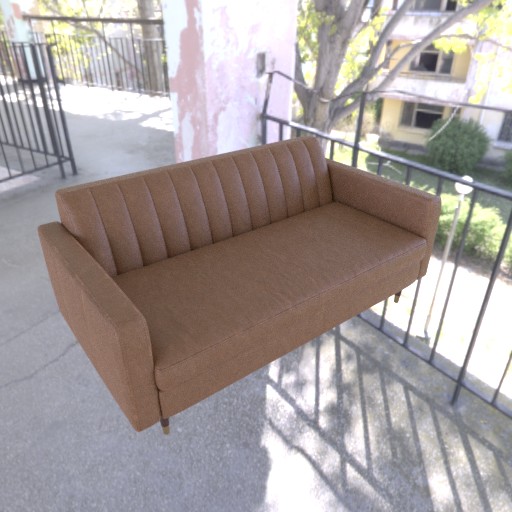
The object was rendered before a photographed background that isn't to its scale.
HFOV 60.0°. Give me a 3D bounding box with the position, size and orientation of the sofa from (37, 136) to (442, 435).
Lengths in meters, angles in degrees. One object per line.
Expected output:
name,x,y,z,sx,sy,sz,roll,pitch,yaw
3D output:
sofa,0.000,0.000,2.312,1.847,0.821,0.993,-21,36,-32
